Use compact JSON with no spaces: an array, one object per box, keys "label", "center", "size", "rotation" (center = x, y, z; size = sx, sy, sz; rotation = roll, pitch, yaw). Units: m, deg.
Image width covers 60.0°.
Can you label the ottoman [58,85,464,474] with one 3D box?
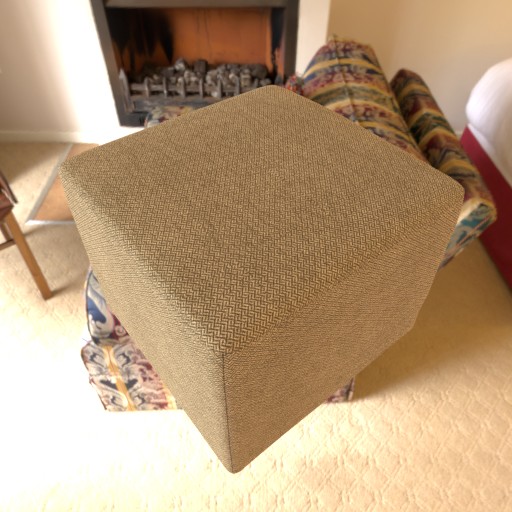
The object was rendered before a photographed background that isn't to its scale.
[{"label":"ottoman","center":[0.000,0.000,0.886],"size":[0.519,0.453,0.512],"rotation":[-30,53,-26]}]
